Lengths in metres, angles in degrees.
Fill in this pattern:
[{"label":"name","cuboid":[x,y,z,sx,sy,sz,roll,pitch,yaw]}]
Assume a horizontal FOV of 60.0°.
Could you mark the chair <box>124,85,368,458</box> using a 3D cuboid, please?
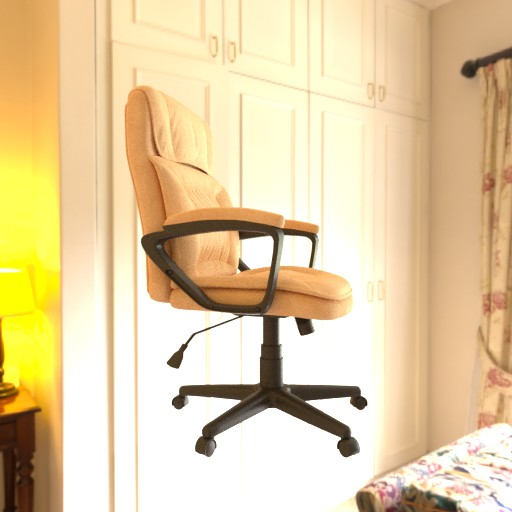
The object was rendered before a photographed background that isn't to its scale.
[{"label":"chair","cuboid":[0.000,0.000,1.505,0.724,1.105,0.667,0,1,17]}]
